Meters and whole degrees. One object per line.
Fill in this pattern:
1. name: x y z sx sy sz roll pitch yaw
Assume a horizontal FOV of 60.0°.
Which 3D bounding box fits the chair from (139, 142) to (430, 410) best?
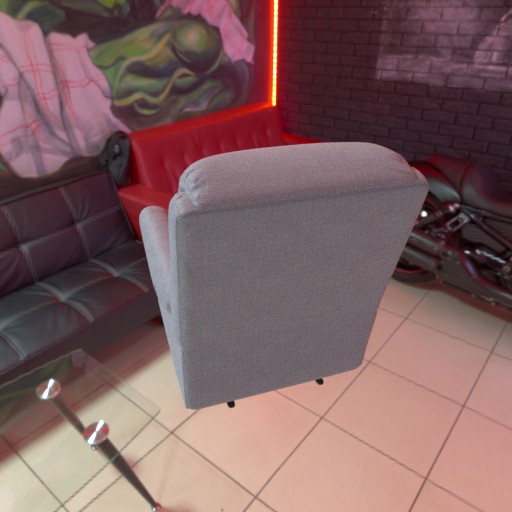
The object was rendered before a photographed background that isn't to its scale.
1. chair: 0.000 0.000 1.802 0.838 1.054 1.014 -9 30 -16
